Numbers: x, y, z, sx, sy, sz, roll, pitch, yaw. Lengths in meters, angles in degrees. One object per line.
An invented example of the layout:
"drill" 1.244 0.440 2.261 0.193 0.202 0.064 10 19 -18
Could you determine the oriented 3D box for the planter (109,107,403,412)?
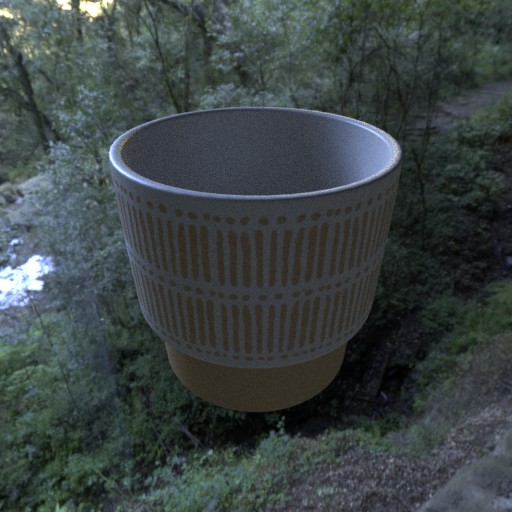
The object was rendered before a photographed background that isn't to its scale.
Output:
"planter" 0.000 0.000 0.572 0.317 0.303 0.317 0 32 0
